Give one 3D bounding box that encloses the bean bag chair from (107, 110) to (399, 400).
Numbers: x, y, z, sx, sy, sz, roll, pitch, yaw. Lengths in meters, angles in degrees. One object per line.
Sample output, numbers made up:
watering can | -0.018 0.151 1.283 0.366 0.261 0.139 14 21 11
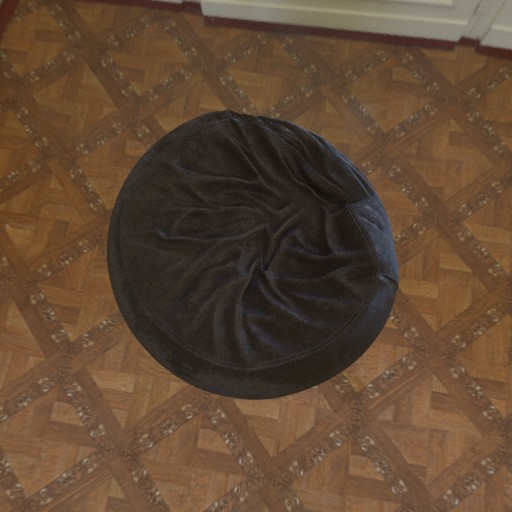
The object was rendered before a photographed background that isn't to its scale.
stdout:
bean bag chair | 0.000 0.000 1.507 0.918 0.605 0.918 0 75 0
